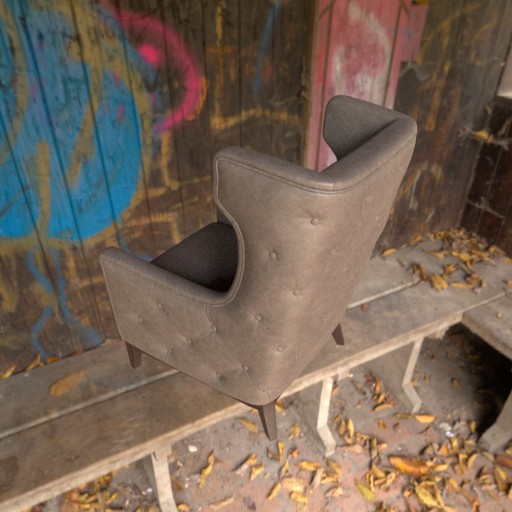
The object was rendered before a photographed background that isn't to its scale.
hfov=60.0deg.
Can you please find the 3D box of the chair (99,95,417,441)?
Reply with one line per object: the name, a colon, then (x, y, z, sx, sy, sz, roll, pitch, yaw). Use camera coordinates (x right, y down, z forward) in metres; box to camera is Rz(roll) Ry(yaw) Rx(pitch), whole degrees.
chair: (0.000, 0.000, 1.663, 0.899, 1.079, 0.769, 21, 39, 28)
